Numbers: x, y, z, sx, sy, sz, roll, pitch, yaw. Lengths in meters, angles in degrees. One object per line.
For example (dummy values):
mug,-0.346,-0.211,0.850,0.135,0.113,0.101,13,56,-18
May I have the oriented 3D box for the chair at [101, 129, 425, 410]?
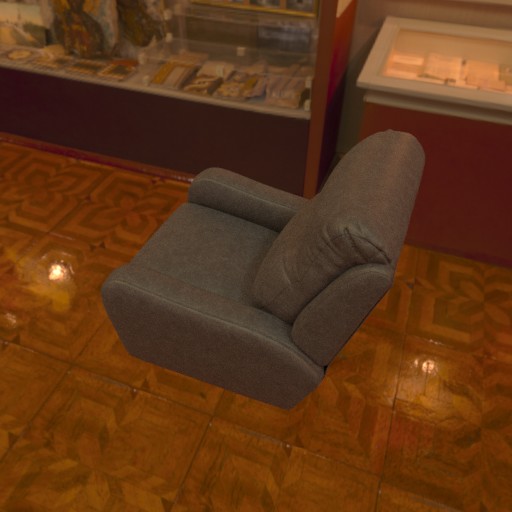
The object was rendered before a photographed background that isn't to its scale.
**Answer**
chair,0.000,0.000,1.825,1.067,1.067,0.865,16,47,16
